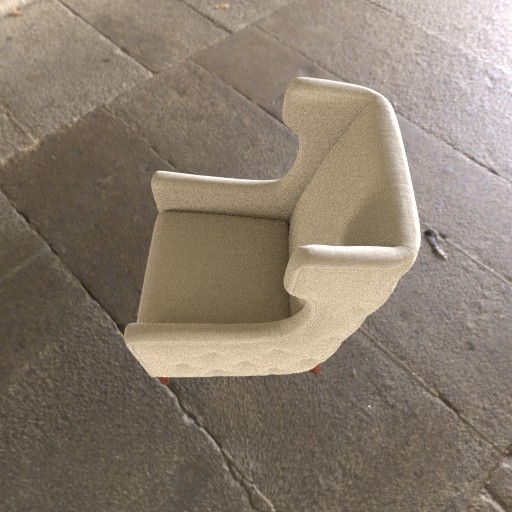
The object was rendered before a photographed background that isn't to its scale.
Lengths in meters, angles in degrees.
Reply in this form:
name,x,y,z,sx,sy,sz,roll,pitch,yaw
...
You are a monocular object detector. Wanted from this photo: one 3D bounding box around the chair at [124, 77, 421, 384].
name,x,y,z,sx,sy,sz,roll,pitch,yaw
chair,0.000,0.000,1.693,0.899,1.079,0.778,1,59,1
